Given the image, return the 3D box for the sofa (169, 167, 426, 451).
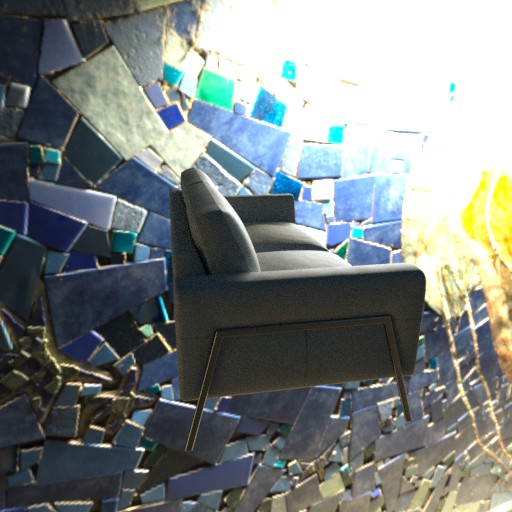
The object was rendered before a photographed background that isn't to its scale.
[{"bbox_3d":[0.000,0.000,2.561,0.953,0.875,2.017,-3,17,-11],"label":"sofa"}]
